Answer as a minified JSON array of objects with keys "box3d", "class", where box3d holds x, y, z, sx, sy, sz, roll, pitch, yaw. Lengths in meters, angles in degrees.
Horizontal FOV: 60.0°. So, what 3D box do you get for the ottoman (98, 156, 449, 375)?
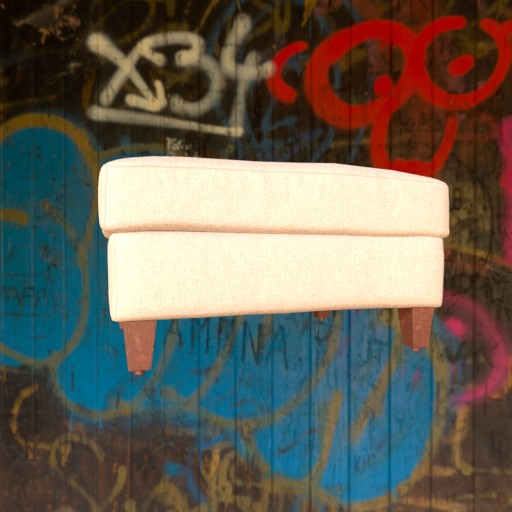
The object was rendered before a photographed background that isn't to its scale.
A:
[{"box3d":[0.000,0.000,1.357,0.902,0.511,0.692,0,0,-19],"class":"ottoman"}]
